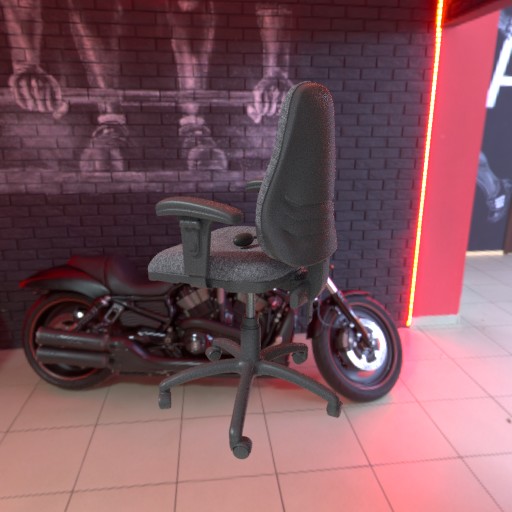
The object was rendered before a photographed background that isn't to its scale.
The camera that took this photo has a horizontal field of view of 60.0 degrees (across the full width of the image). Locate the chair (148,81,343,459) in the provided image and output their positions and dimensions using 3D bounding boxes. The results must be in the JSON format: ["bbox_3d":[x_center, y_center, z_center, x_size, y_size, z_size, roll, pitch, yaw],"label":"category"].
[{"bbox_3d":[0.000,0.000,1.258,0.530,0.910,0.550,8,18,25],"label":"chair"}]
